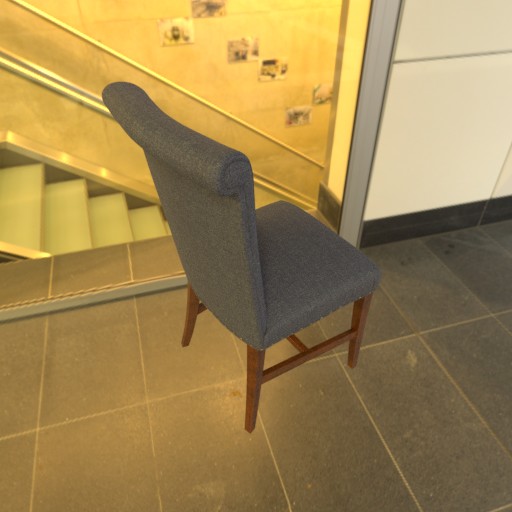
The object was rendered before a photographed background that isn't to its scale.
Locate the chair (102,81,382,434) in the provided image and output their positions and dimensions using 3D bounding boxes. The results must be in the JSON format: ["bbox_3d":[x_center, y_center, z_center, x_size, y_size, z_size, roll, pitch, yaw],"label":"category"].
[{"bbox_3d":[0.000,0.000,1.326,0.608,0.988,0.513,-25,45,-27],"label":"chair"}]
